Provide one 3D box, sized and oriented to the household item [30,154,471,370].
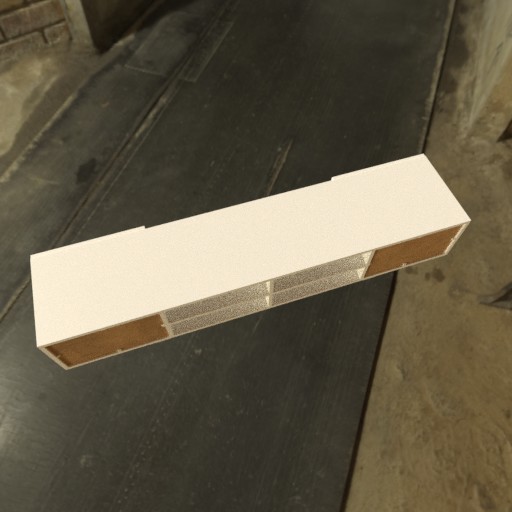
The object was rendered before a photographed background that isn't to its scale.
[{"bbox_3d":[0.000,0.000,2.031,1.850,0.310,0.420,-16,60,-9],"label":"household item"}]
